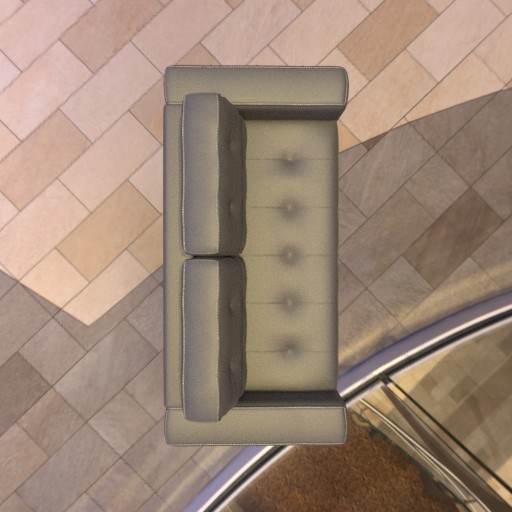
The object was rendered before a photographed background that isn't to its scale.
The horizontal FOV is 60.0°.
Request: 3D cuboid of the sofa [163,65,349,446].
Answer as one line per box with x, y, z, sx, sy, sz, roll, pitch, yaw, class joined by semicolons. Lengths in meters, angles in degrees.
0.000;0.000;2.155;0.833;0.893;1.726;0;90;-1;sofa
